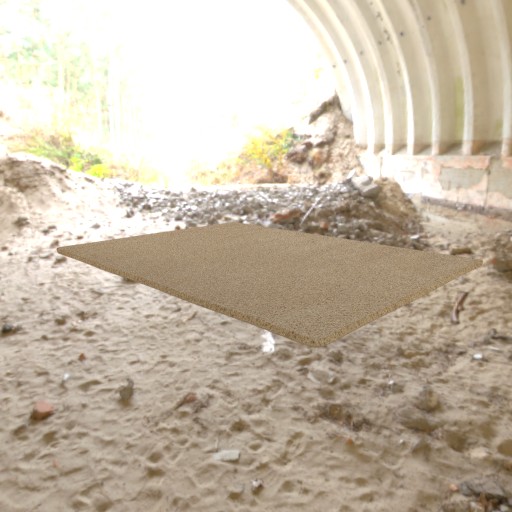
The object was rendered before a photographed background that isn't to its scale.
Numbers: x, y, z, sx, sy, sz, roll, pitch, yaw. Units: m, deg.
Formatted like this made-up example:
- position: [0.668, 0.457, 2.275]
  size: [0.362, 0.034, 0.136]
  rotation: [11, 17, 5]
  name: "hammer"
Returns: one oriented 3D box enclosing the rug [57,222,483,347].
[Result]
- position: [0.000, 0.000, 2.051]
  size: [1.600, 0.025, 1.199]
  rotation: [12, 18, 43]
  name: "rug"
